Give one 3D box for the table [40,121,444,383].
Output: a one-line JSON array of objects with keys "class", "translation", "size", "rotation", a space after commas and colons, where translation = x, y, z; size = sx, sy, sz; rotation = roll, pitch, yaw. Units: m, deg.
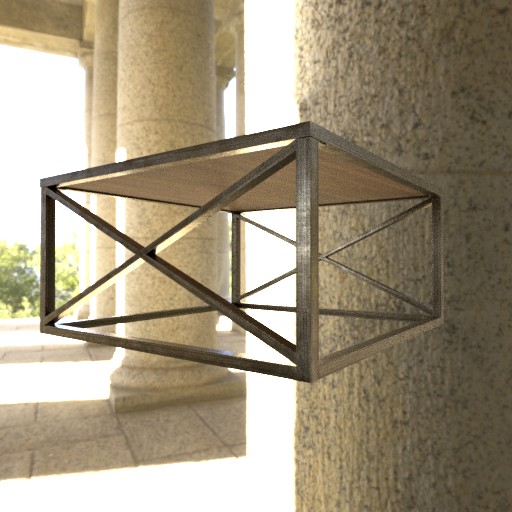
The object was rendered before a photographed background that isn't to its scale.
[{"class": "table", "translation": [0.000, 0.000, 1.390], "size": [0.899, 0.451, 0.909], "rotation": [-1, -1, 36]}]
